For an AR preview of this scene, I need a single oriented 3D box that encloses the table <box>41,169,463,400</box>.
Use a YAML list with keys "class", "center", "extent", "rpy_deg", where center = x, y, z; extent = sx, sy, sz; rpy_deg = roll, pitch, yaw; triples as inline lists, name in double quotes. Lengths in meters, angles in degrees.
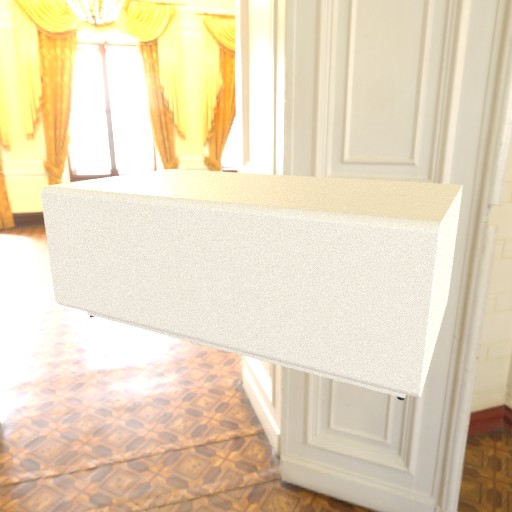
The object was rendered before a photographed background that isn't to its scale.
- class: "table"
  center: [0.000, 0.000, 1.388]
  extent: [1.097, 0.442, 0.639]
  rpy_deg: [8, 18, 26]
